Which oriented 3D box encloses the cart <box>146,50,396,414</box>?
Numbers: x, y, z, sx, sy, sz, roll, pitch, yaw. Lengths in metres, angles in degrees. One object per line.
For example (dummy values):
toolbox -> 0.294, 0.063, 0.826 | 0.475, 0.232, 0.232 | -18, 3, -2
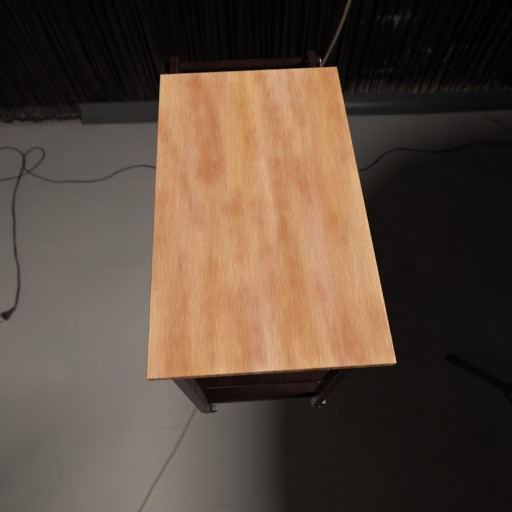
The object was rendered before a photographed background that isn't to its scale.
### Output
cart -> 0.000, 0.000, 1.423 | 0.472, 0.878, 0.914 | -3, 64, -2
